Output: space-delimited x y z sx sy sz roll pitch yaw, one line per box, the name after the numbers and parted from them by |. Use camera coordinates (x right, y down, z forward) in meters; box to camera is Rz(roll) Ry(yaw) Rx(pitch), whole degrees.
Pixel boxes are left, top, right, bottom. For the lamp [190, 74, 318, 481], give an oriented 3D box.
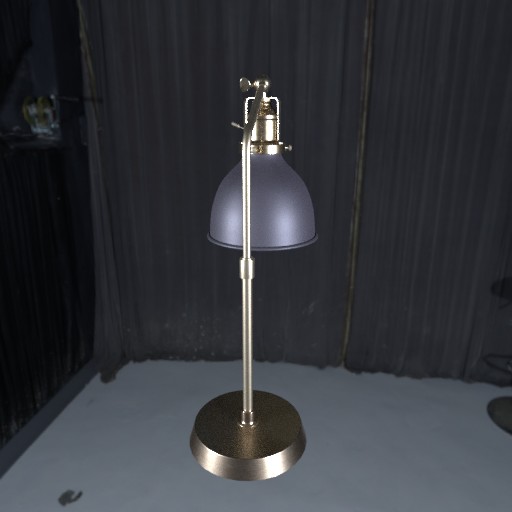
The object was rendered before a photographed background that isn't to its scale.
0.000 0.000 0.584 0.160 0.456 0.291 2 17 8 | lamp
